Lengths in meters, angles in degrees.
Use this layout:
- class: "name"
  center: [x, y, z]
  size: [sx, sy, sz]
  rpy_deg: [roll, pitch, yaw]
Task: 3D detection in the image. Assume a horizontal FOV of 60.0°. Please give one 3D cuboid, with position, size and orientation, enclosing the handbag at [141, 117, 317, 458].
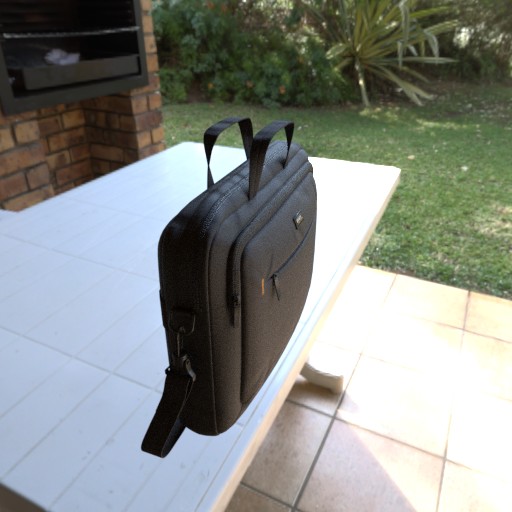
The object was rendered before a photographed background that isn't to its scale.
- class: "handbag"
  center: [0.000, 0.000, 0.424]
  size: [0.089, 0.244, 0.320]
  rpy_deg: [10, 30, 18]
